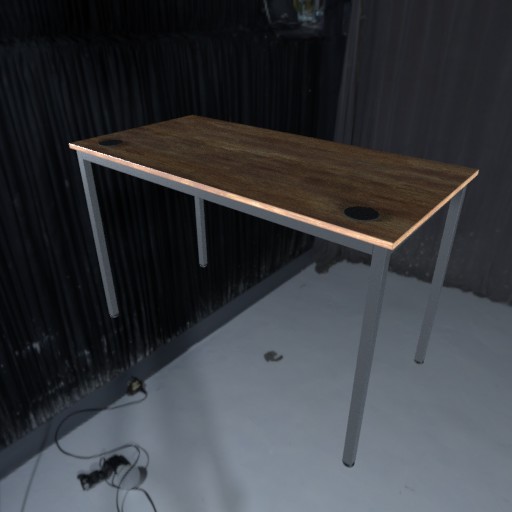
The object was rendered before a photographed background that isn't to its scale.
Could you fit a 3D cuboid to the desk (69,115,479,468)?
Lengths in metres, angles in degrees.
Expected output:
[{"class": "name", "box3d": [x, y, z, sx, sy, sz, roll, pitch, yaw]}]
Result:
[{"class": "desk", "box3d": [0.000, 0.000, 1.609, 1.200, 0.749, 0.600, 22, 36, 33]}]
